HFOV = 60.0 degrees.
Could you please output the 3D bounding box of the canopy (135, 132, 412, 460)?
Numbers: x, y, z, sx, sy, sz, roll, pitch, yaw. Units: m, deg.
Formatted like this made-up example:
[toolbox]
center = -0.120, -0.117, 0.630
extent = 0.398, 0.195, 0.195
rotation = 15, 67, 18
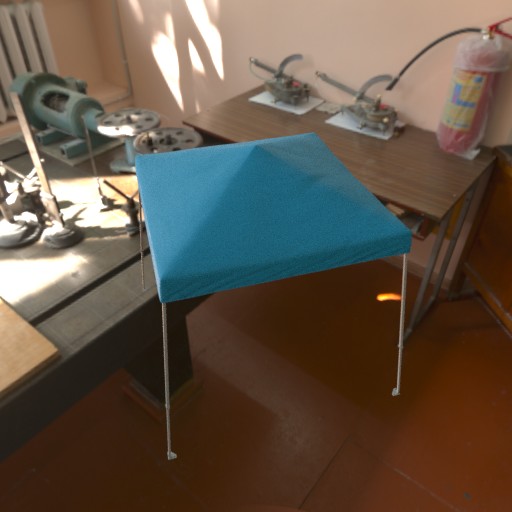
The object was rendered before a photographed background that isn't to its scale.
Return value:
[canopy]
center = 0.000, 0.000, 5.312
extent = 2.849, 2.849, 2.848
rotation = -11, 40, -13
